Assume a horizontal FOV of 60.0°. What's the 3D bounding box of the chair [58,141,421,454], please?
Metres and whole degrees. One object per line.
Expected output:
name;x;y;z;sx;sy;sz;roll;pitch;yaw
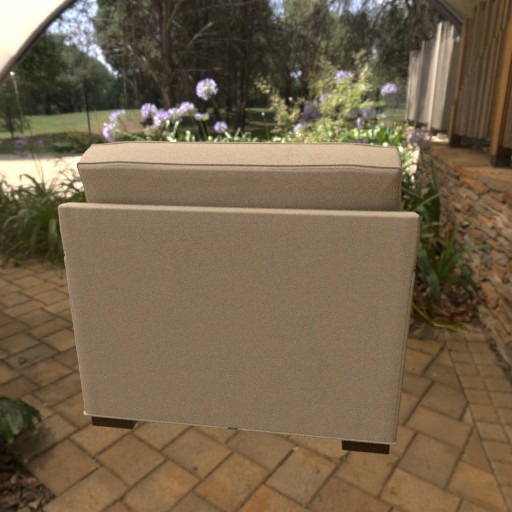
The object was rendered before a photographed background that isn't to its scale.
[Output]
chair;0.000;0.000;1.749;0.998;0.913;1.043;2;18;8
